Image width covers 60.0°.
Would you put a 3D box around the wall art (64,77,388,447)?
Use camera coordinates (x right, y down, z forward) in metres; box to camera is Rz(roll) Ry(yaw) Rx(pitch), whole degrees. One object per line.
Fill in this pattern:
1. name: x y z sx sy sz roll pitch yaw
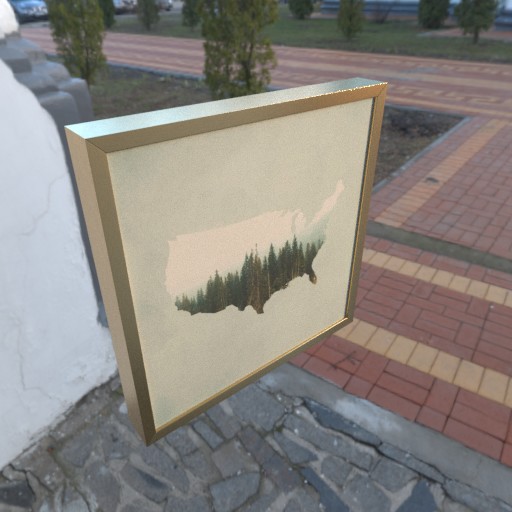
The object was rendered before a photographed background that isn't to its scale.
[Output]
1. wall art: 0.000 0.000 0.449 0.304 0.304 0.038 -23 38 -32
